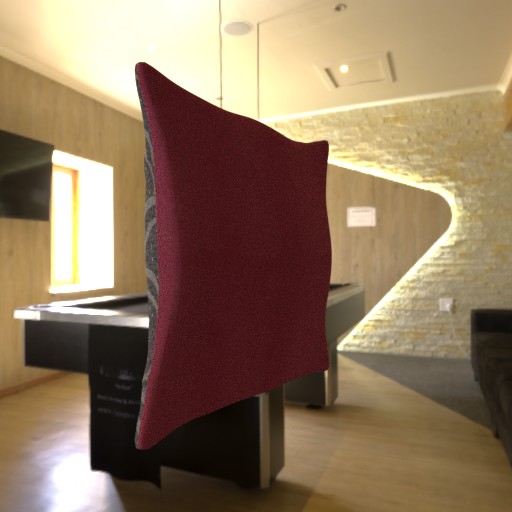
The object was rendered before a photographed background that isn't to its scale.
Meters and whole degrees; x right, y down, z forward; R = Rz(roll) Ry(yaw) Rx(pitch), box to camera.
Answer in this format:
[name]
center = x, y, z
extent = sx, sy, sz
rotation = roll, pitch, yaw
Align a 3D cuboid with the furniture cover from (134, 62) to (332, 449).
[furniture cover]
center = 0.000, 0.000, 0.785
extent = 0.163, 0.513, 0.514
rotation = 0, 0, 37
